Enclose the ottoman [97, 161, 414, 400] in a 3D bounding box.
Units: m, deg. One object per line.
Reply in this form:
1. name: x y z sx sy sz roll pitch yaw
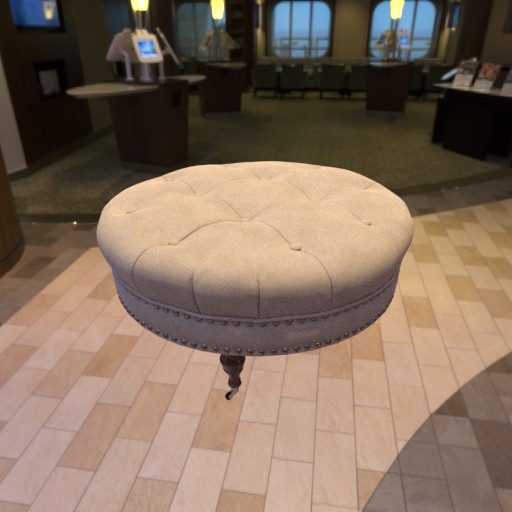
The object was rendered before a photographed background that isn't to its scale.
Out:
1. ottoman: 0.000 0.000 1.380 0.901 0.439 0.901 0 27 0
